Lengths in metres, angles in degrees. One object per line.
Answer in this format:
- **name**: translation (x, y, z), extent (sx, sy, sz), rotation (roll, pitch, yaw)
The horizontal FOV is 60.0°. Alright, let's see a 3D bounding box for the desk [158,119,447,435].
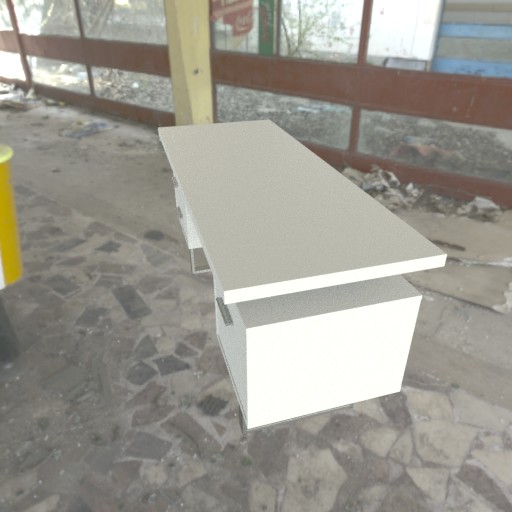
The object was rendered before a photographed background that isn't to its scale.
- **desk**: translation (0.000, 0.000, 1.922), extent (0.603, 0.773, 1.530), rotation (-9, 32, -14)
